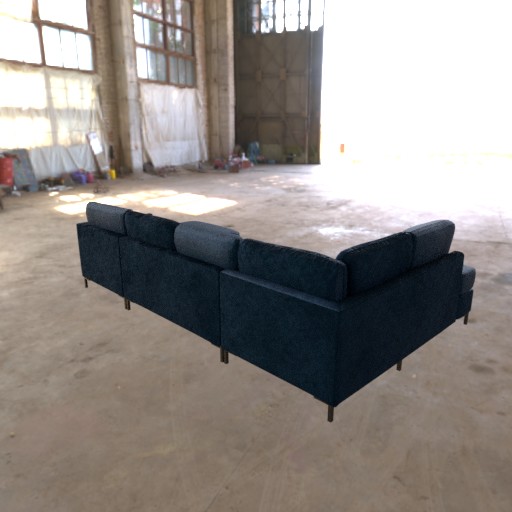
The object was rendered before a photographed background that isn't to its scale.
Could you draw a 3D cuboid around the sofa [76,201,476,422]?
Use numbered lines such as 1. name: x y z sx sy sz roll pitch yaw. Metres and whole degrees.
1. sofa: 0.000 0.000 4.329 2.055 0.992 3.434 -15 22 -43
